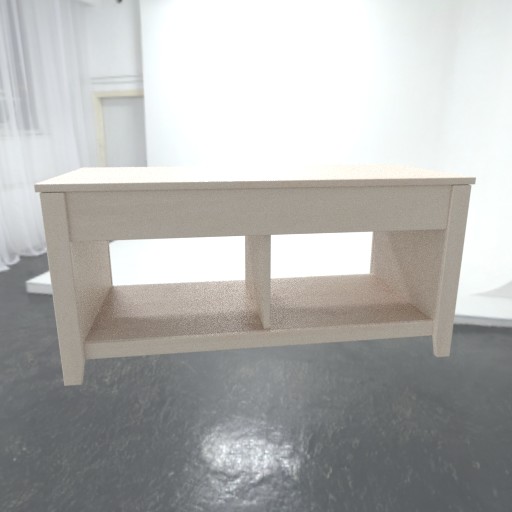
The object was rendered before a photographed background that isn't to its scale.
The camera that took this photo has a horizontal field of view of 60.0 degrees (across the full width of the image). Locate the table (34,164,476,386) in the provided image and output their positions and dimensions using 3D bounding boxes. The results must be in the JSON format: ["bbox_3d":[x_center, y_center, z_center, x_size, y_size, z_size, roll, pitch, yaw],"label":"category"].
[{"bbox_3d":[0.000,0.000,1.289,1.016,0.483,0.457,-2,16,-8],"label":"table"}]
